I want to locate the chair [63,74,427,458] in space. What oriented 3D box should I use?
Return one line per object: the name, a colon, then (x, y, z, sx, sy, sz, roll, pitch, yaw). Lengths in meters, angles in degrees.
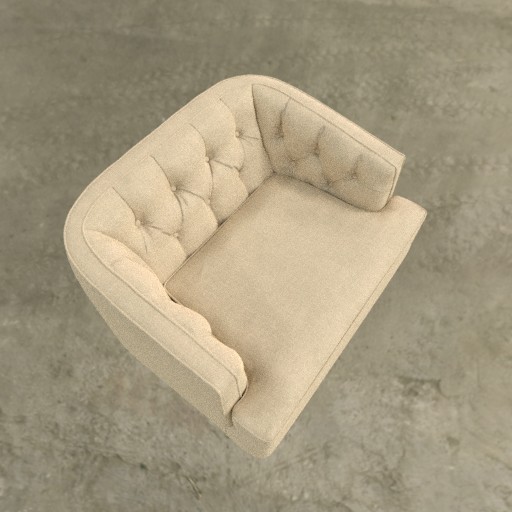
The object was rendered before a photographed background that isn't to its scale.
chair: (0.000, 0.000, 1.719, 0.914, 0.787, 1.118, 32, 63, 19)
